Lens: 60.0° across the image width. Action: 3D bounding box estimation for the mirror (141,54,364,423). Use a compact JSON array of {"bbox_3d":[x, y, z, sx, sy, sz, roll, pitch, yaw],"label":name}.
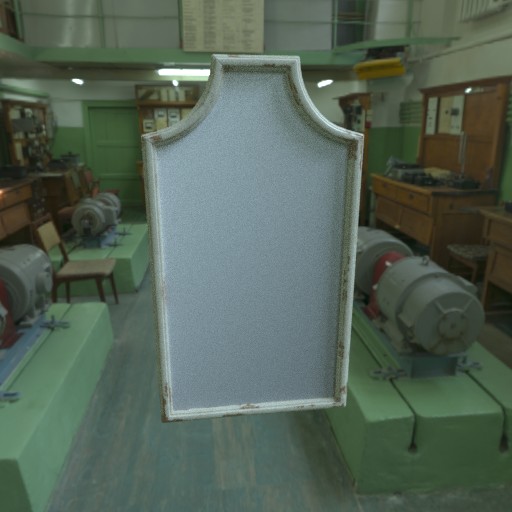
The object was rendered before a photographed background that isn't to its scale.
[{"bbox_3d":[0.000,0.000,0.862,0.403,0.717,0.022,-2,17,-8],"label":"mirror"}]
